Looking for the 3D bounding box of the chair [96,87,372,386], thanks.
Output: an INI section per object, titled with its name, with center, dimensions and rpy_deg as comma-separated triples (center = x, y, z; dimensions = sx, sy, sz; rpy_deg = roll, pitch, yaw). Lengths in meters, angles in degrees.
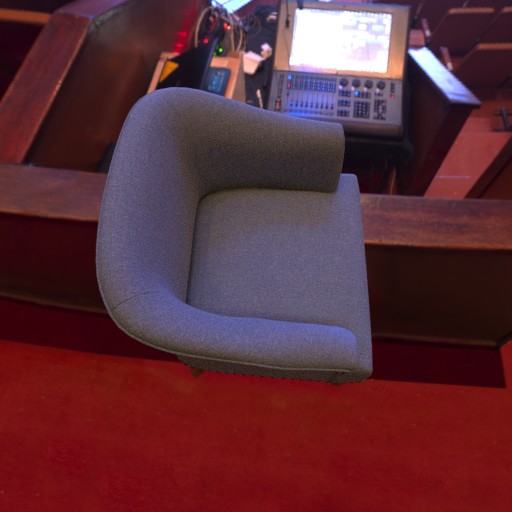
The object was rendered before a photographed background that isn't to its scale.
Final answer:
[chair]
center = 0.000, 0.000, 1.402
dimensions = 0.704, 0.815, 0.798
rpy_deg = 2, 63, 1
